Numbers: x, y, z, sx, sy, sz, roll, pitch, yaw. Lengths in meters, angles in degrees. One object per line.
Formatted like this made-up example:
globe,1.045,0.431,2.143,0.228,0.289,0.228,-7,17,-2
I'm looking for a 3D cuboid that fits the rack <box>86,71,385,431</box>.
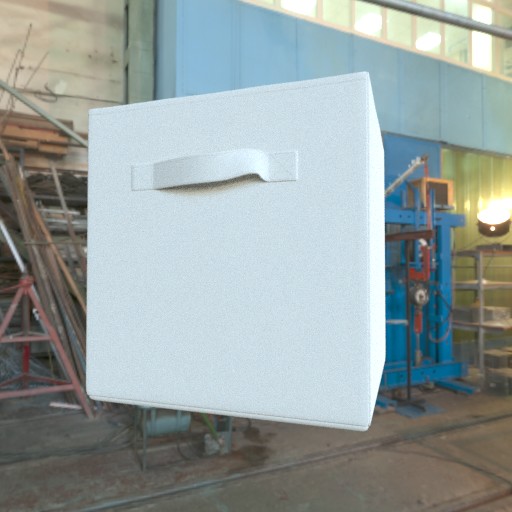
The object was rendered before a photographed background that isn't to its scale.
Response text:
rack,0.000,0.000,0.494,0.270,0.280,0.270,0,-1,19
